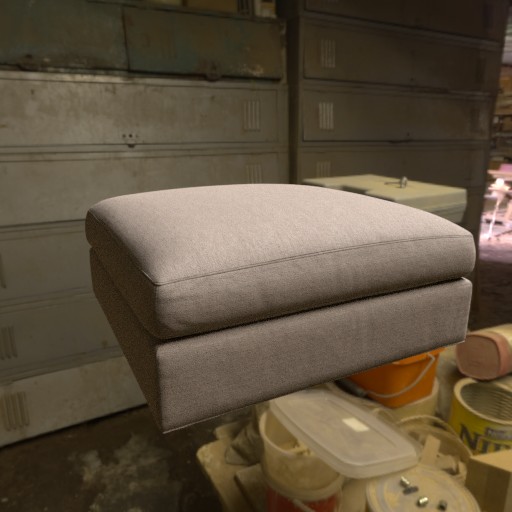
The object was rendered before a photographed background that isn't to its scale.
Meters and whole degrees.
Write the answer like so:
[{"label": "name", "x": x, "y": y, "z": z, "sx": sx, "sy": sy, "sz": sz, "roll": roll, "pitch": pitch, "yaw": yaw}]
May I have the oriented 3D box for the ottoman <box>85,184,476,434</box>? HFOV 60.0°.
[{"label": "ottoman", "x": 0.000, "y": 0.000, "z": 1.599, "sx": 1.041, "sy": 0.470, "sz": 1.041, "roll": -8, "pitch": 17, "yaw": -26}]
